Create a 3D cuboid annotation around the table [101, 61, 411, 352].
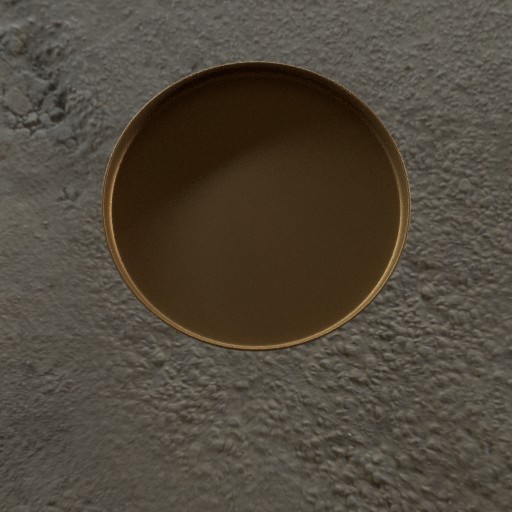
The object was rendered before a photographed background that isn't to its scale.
[{"bbox_3d":[0.000,0.000,0.661,0.299,0.480,0.299,-34,78,-8],"label":"table"}]
